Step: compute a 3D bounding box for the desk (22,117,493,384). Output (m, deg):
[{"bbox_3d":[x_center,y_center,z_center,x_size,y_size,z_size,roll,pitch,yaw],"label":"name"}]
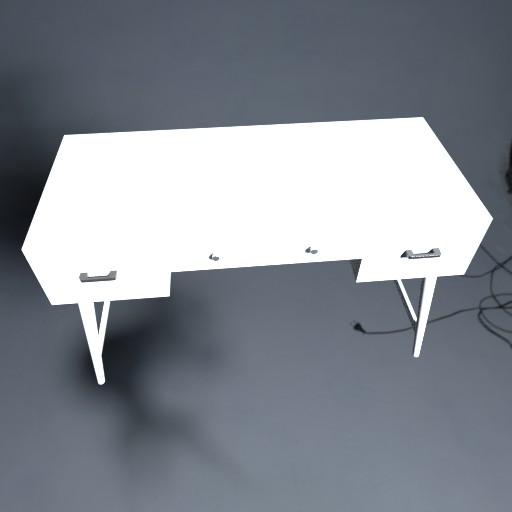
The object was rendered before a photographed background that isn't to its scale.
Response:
[{"bbox_3d":[0.000,0.000,1.696,1.313,0.762,0.589,-4,47,-4],"label":"desk"}]
